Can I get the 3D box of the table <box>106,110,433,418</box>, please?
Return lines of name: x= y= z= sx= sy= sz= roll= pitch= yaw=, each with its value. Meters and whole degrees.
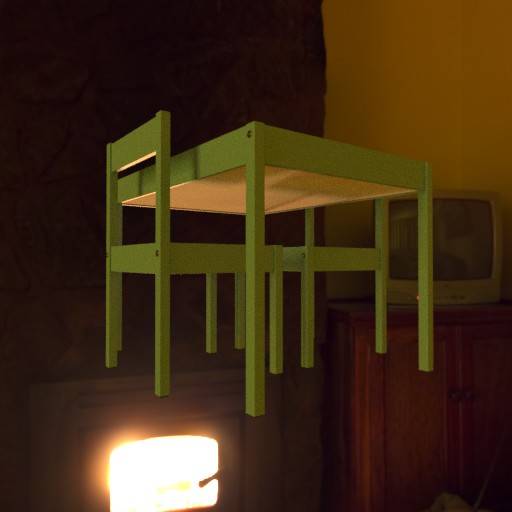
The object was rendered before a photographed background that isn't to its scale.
table: x=0.000 y=0.000 z=1.074 sx=0.633 sy=0.503 sz=0.639 roll=1 pitch=-1 yaw=-37
